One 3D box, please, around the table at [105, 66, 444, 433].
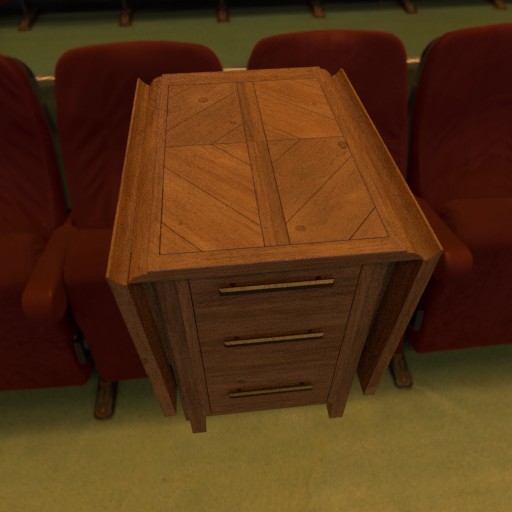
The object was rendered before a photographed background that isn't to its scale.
[{"bbox_3d":[0.000,0.000,1.292,0.591,0.763,0.746,-5,47,-4],"label":"table"}]
